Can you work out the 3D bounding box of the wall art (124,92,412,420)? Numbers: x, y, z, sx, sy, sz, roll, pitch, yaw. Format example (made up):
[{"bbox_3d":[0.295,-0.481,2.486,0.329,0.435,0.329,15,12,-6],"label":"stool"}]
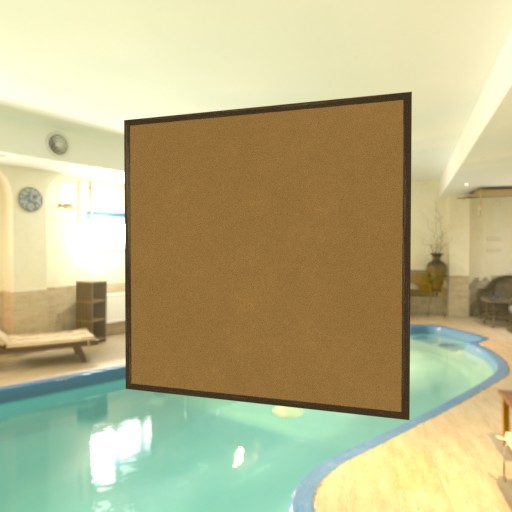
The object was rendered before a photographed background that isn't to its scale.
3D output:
[{"bbox_3d":[0.000,0.000,1.158,0.762,0.758,0.043,0,1,17],"label":"wall art"}]
